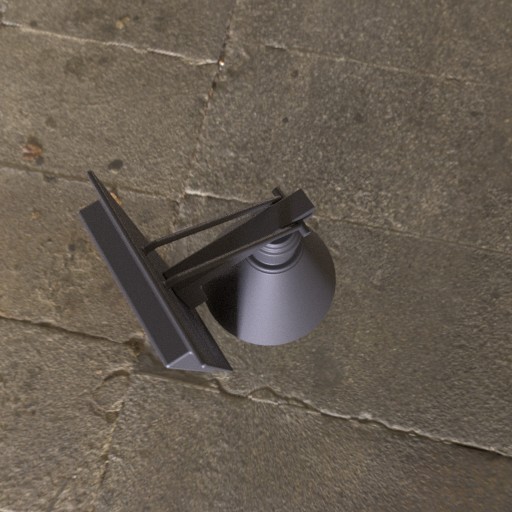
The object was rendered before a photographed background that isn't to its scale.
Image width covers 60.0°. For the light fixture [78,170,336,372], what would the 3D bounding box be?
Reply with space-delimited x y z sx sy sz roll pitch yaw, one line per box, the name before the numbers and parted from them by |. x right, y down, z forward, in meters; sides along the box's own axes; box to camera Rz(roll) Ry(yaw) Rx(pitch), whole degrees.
light fixture | 0.000 0.000 0.424 0.207 0.298 0.170 -32 77 -8
